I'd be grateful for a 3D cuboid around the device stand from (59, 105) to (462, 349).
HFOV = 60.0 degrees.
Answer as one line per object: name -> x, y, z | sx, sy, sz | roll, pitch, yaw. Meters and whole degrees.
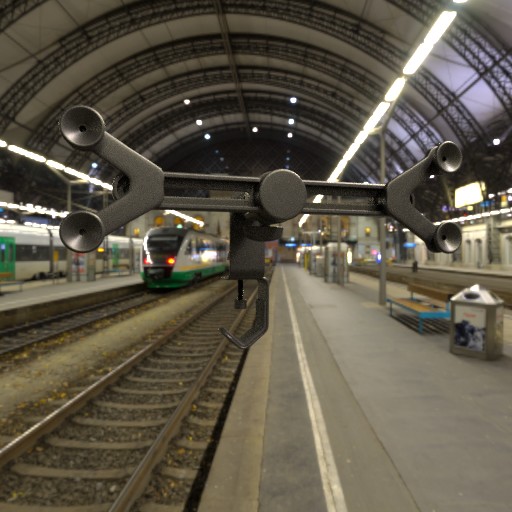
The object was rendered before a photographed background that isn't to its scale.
device stand -> 0.000, 0.000, 0.348 | 0.270, 0.166, 0.142 | 0, 0, -18
